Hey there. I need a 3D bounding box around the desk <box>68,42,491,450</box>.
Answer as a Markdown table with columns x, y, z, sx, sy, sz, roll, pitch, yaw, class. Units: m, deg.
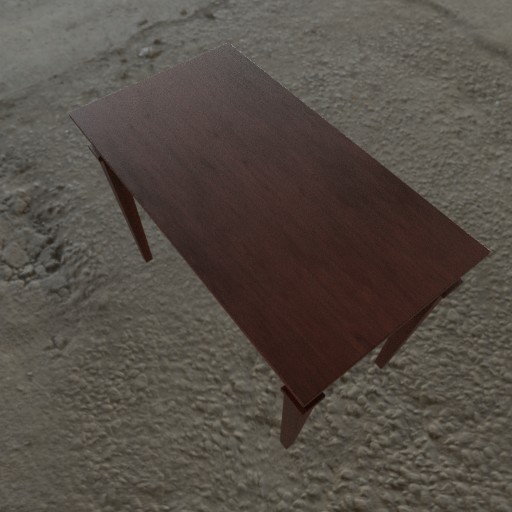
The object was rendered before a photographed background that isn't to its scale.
| x | y | z | sx | sy | sz | roll | pitch | yaw | class |
| --- | --- | --- | --- | --- | --- | --- | --- | --- | --- |
| 0.000 | 0.000 | 1.428 | 0.549 | 0.762 | 1.001 | -33 | 63 | -19 | desk |
